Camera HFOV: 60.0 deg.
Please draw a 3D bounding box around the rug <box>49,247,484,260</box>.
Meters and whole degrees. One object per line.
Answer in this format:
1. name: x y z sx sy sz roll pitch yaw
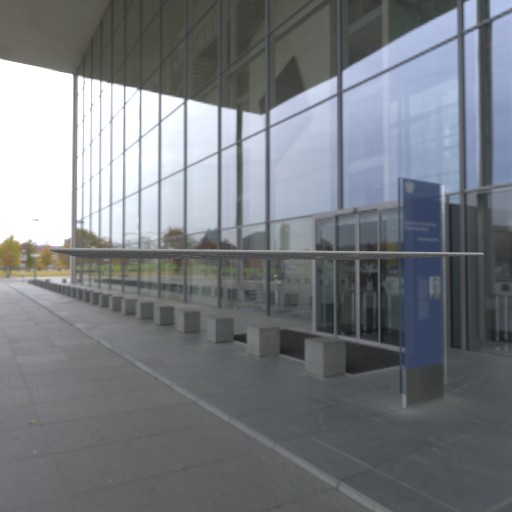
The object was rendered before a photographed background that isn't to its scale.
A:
1. rug: 0.000 0.000 2.933 2.290 0.014 1.526 0 -2 -17
